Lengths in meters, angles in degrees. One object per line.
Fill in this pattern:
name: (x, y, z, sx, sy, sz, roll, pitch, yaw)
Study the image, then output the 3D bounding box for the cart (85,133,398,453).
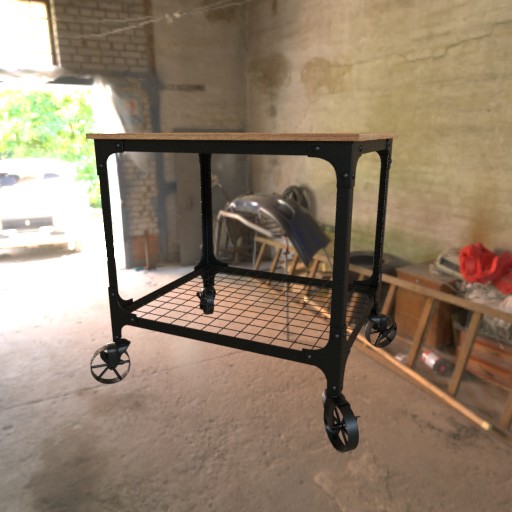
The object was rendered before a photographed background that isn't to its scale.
cart: (0.000, 0.000, 1.129, 0.666, 0.603, 0.558, 7, 17, 23)
